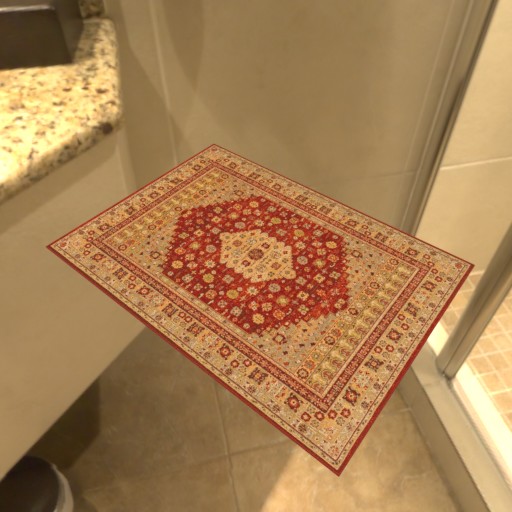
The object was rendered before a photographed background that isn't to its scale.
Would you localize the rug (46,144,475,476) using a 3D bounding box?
[{"bbox_3d":[0.000,0.000,2.810,2.211,0.013,1.593,30,53,26],"label":"rug"}]
